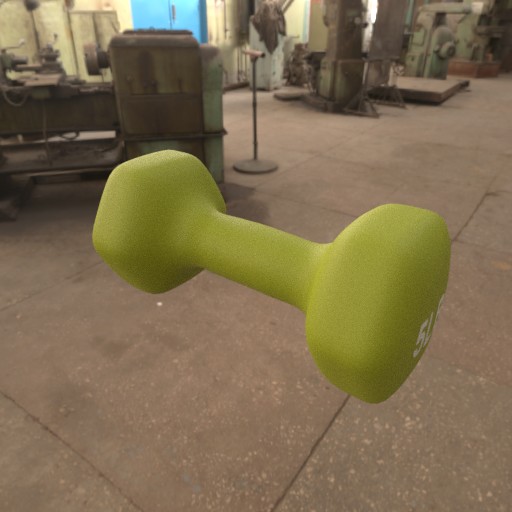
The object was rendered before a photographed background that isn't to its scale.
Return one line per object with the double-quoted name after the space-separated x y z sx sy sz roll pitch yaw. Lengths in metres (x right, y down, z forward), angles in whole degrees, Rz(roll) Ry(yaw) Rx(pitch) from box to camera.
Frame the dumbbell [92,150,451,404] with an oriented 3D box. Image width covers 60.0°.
0.000 0.000 0.208 0.164 0.072 0.080 20 35 32 "dumbbell"
